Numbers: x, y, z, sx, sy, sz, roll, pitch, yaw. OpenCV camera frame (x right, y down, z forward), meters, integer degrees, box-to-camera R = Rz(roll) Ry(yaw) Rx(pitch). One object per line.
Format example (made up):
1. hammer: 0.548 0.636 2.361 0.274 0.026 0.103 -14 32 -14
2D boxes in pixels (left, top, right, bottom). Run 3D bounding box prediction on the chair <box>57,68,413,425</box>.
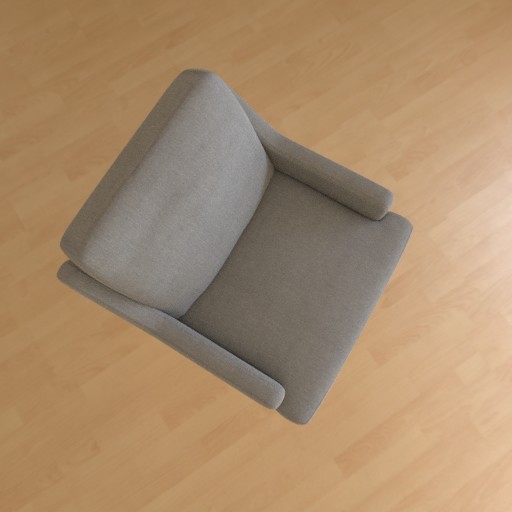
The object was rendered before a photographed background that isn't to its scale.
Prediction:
1. chair: 0.000 0.000 1.532 0.892 0.821 0.826 30 79 7
